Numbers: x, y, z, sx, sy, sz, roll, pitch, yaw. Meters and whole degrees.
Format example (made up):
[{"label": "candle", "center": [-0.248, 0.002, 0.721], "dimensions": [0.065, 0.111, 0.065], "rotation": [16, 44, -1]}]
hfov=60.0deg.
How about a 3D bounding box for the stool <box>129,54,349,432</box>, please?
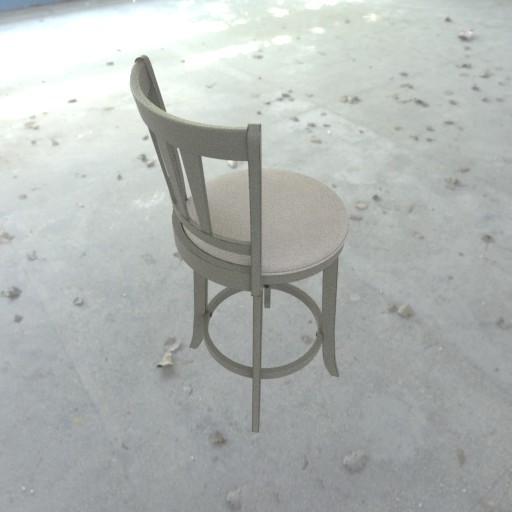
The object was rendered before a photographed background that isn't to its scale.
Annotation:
[{"label": "stool", "center": [0.000, 0.000, 1.214], "dimensions": [0.486, 0.994, 0.450], "rotation": [-25, 47, -26]}]
